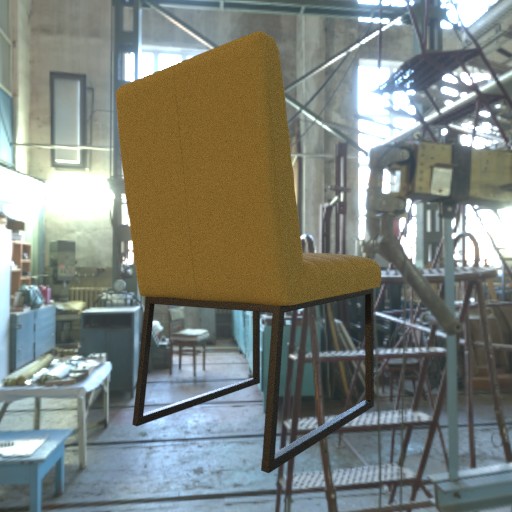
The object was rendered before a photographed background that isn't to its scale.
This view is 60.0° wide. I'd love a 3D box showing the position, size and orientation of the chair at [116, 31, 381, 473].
[{"bbox_3d":[0.000,0.000,1.286,0.520,0.930,0.634,-1,-1,38],"label":"chair"}]
